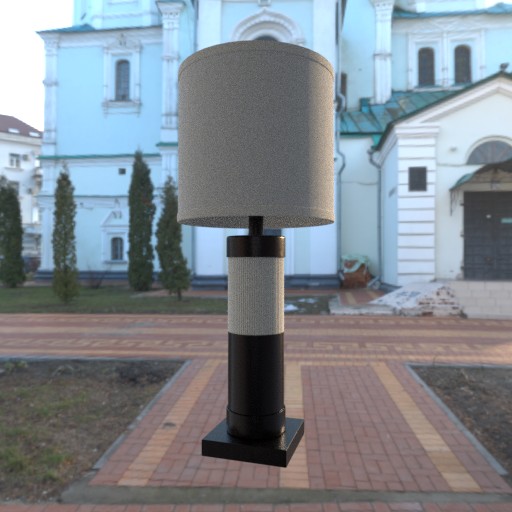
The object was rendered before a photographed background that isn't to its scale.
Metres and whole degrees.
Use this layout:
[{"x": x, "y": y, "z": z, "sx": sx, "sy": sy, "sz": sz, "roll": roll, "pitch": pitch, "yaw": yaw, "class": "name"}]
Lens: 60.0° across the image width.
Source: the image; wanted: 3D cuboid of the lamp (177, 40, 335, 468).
[{"x": 0.000, "y": 0.000, "z": 0.602, "sx": 0.211, "sy": 0.509, "sz": 0.211, "roll": 0, "pitch": -1, "yaw": 17, "class": "lamp"}]
